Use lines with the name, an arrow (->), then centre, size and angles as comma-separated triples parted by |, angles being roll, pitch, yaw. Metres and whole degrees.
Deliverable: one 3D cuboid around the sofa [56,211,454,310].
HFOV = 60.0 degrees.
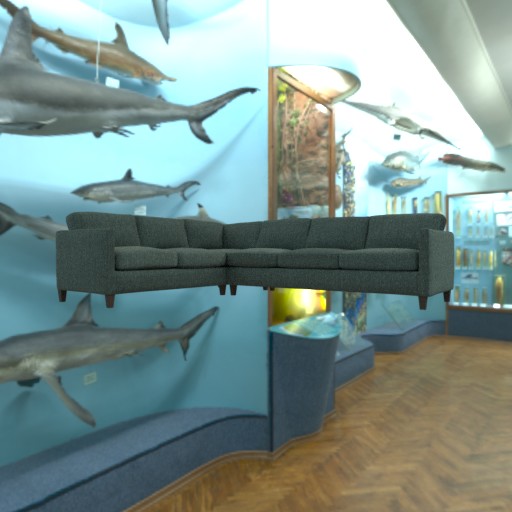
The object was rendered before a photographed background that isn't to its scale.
sofa -> 0.000, 0.000, 4.573 | 3.302, 0.947, 2.593 | 0, 0, 37
